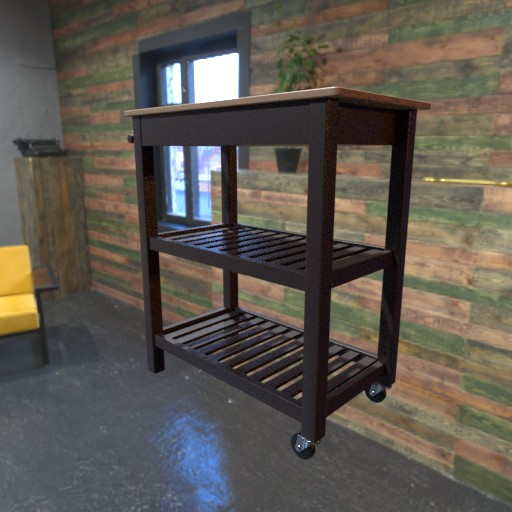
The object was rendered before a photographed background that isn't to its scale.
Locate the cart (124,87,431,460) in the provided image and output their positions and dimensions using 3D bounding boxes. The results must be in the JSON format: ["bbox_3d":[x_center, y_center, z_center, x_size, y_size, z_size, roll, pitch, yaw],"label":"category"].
[{"bbox_3d":[0.000,0.000,1.461,0.899,0.927,0.457,13,18,43],"label":"cart"}]
